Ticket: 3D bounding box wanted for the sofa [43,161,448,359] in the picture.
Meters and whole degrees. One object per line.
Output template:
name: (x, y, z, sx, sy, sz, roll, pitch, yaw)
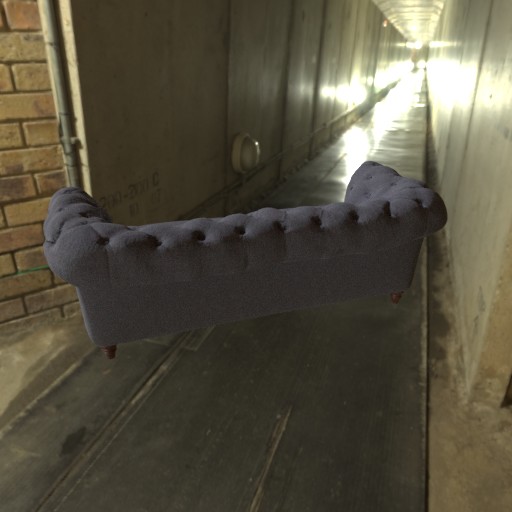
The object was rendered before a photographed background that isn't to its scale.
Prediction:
sofa: (0.000, 0.000, 2.748, 2.335, 0.836, 1.046, -8, 27, -17)
